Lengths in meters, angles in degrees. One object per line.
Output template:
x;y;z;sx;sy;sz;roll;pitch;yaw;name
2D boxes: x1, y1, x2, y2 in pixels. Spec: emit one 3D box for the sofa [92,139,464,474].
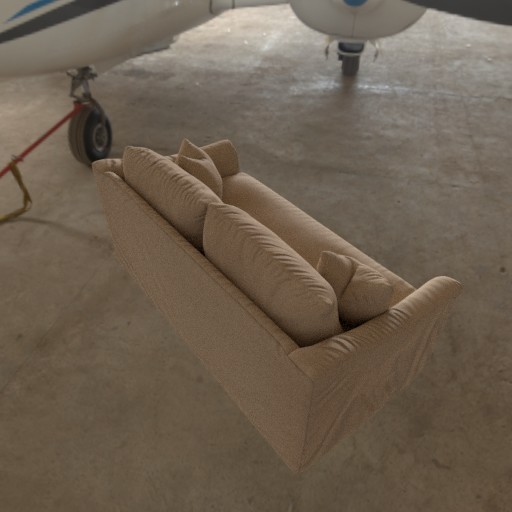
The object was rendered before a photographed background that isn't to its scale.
0.000;0.000;2.634;1.072;1.018;2.010;-27;48;-28;sofa
